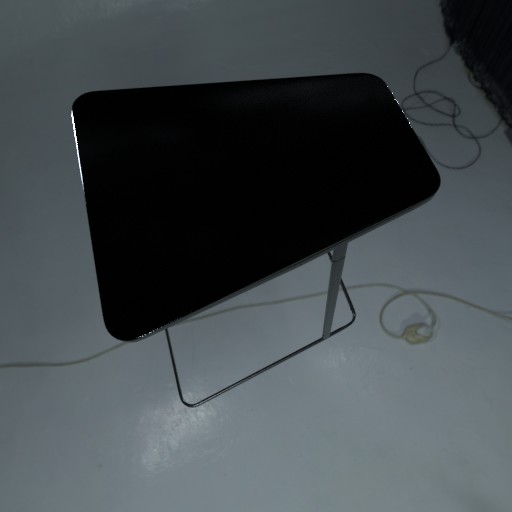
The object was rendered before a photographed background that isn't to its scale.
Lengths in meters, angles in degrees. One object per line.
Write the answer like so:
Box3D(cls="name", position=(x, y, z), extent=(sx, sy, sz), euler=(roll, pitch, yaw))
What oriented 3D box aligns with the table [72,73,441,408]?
Box3D(cls="table", position=(0.000, 0.000, 0.932), extent=(0.500, 0.624, 0.427), euler=(-15, 65, -7))
